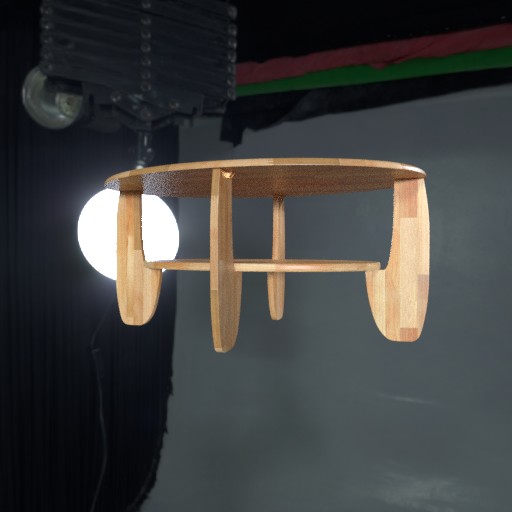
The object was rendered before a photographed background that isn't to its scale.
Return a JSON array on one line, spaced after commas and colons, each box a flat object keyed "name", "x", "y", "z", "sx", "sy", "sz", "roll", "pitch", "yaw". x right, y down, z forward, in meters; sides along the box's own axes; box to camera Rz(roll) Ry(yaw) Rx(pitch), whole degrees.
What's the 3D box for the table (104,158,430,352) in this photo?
[{"name": "table", "x": 0.000, "y": 0.000, "z": 1.426, "sx": 1.040, "sy": 0.490, "sz": 0.690, "roll": 0, "pitch": 1, "yaw": 18}]
